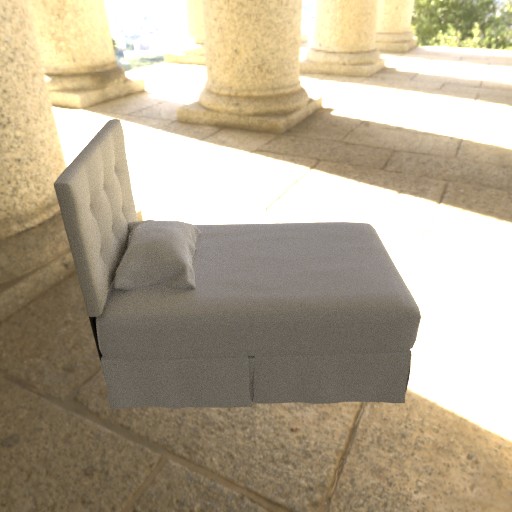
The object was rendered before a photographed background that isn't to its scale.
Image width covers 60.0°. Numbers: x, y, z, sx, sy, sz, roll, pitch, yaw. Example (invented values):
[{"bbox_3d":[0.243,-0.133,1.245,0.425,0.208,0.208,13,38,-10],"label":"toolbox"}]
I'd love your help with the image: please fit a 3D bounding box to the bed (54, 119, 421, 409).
[{"bbox_3d":[0.000,0.000,3.006,1.997,1.571,1.261,-1,32,-2],"label":"bed"}]
